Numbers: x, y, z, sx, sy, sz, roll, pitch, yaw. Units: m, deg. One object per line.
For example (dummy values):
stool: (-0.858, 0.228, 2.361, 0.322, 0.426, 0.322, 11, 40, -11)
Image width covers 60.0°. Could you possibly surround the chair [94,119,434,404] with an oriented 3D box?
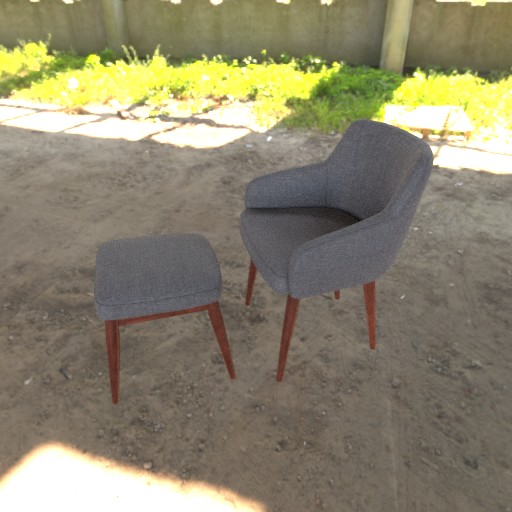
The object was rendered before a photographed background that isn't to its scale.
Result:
chair: (0.000, 0.000, 1.571, 1.107, 0.799, 0.584, -8, 33, -13)
